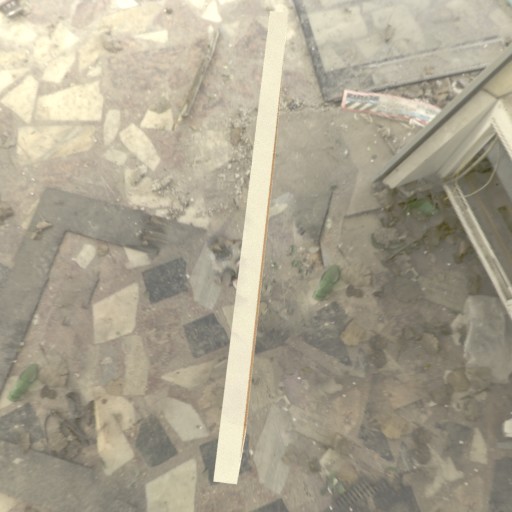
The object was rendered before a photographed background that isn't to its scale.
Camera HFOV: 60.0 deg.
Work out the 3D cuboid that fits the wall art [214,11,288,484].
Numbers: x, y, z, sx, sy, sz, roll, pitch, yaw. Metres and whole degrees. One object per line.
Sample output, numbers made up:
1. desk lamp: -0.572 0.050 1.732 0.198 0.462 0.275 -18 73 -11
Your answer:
1. wall art: 0.000 0.000 1.119 0.038 0.610 0.915 6 75 2
